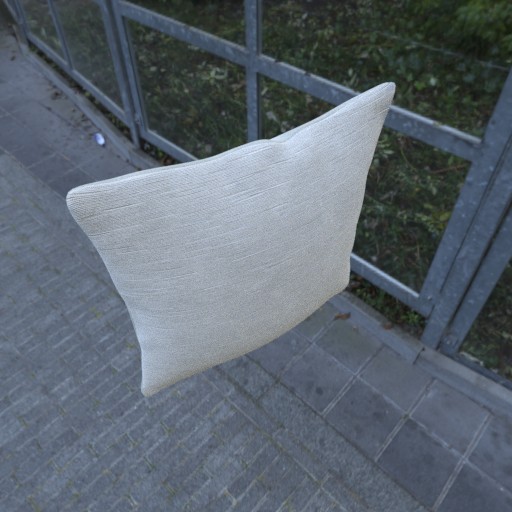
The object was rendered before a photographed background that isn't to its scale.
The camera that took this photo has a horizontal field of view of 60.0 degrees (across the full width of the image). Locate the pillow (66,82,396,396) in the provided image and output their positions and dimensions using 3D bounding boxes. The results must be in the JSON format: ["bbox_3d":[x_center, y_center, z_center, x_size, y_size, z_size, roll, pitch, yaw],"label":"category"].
[{"bbox_3d":[0.000,0.000,0.651,0.437,0.420,0.162,-25,51,-22],"label":"pillow"}]
